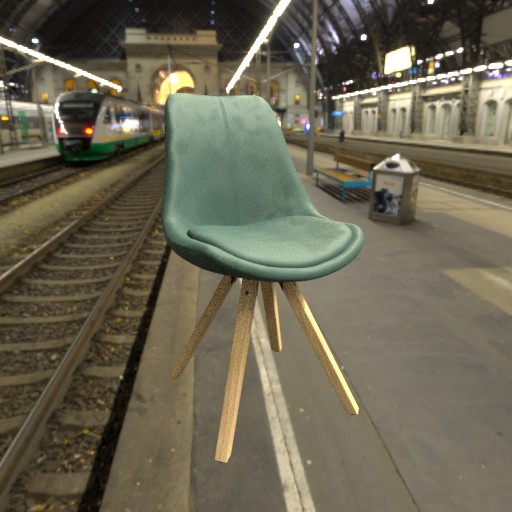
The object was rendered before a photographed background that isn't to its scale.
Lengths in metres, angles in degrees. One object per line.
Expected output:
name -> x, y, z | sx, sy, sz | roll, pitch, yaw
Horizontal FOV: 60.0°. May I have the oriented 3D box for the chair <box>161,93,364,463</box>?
chair -> 0.000, 0.000, 1.219 | 0.483, 0.865, 0.547 | -8, 18, -26
